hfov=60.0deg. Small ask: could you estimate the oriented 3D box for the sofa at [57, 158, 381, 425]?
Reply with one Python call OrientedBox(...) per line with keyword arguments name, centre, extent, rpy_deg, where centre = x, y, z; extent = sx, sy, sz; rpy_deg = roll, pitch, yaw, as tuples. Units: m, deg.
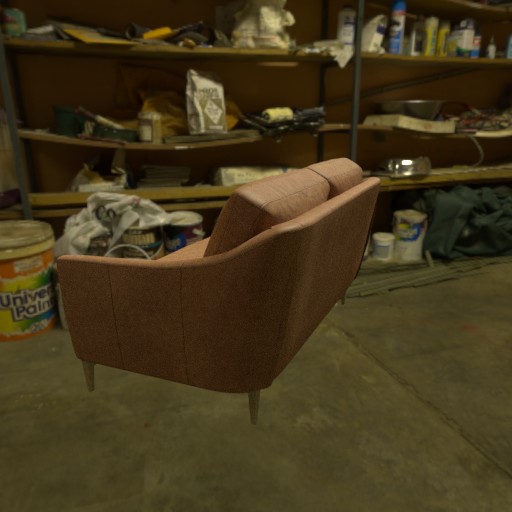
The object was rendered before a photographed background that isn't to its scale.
OrientedBox(name="sofa", centre=(0.000, 0.000, 2.230), extent=(0.960, 0.902, 1.619), rpy_deg=(8, 19, 25))
